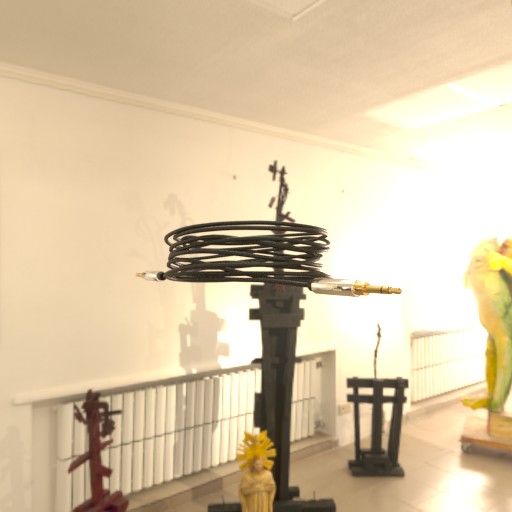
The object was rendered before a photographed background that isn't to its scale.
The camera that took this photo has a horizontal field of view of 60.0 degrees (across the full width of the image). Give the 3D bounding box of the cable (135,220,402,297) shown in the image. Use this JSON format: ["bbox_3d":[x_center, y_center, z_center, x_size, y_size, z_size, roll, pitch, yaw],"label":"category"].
[{"bbox_3d":[0.000,0.000,0.502,0.198,0.069,0.432,0,-1,-37],"label":"cable"}]
